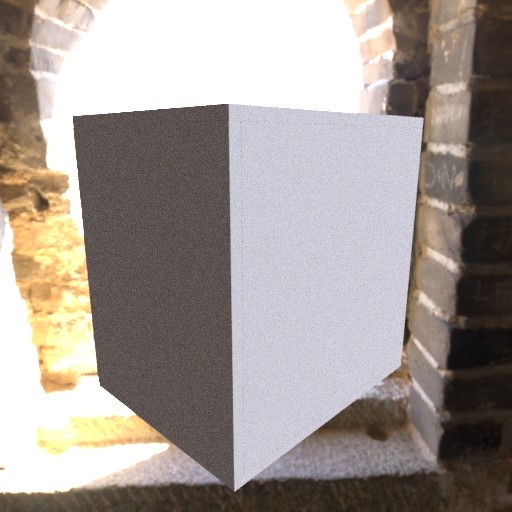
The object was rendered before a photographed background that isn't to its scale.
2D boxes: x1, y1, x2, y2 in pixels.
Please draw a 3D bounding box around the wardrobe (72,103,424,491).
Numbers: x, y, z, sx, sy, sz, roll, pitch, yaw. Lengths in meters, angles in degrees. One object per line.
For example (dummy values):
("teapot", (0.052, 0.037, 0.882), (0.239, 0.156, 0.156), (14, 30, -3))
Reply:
("wardrobe", (0.000, 0.000, 0.866), (0.400, 0.520, 0.500), (14, 20, 42))
